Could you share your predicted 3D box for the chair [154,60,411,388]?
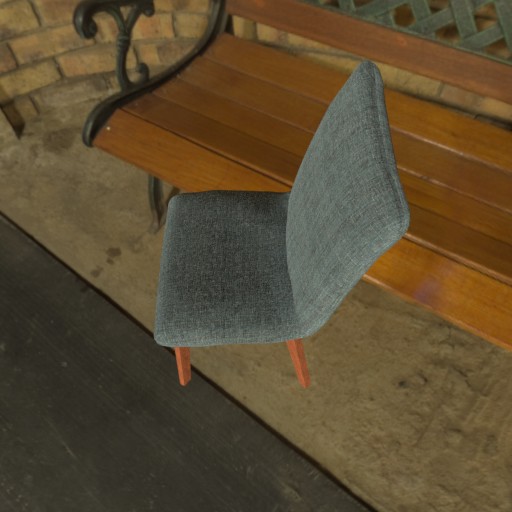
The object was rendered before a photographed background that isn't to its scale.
[{"bbox_3d":[0.000,0.000,1.287,0.563,0.974,0.522,0,59,0],"label":"chair"}]
